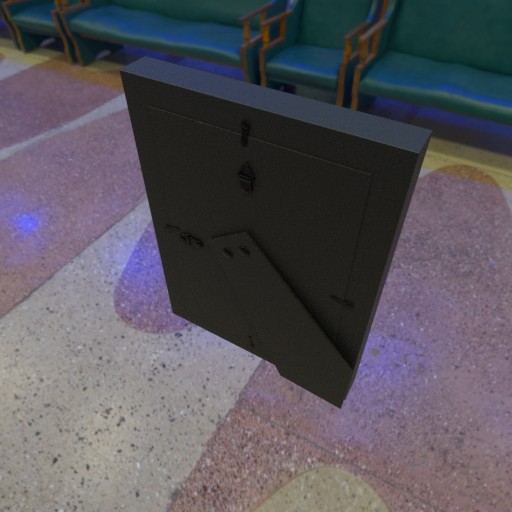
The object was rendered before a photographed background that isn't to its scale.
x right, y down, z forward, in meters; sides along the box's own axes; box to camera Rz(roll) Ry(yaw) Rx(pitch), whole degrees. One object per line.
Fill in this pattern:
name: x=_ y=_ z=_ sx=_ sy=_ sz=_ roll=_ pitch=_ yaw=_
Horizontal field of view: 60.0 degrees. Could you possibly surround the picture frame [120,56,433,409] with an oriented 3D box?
picture frame: x=0.000 y=0.000 z=0.281 sx=0.157 sy=0.208 sz=0.028 roll=23 pitch=50 yaw=21
